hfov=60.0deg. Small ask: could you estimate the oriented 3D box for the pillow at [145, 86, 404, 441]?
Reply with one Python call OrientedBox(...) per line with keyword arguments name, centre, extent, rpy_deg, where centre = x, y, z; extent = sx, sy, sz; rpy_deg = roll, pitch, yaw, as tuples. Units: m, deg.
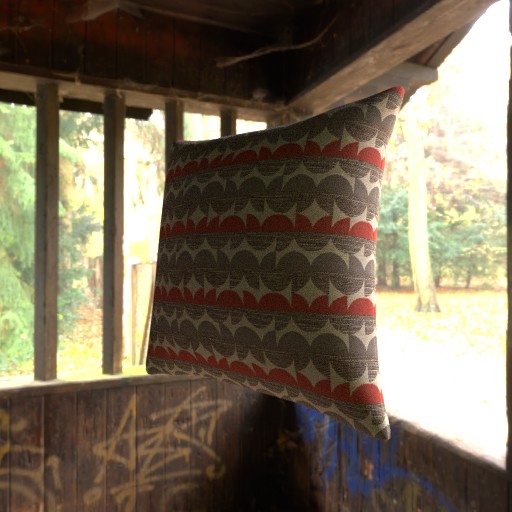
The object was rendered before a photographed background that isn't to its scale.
OrientedBox(name="pillow", centre=(0.000, 0.000, 0.641), extent=(0.420, 0.410, 0.180), rpy_deg=(0, 0, 38))
